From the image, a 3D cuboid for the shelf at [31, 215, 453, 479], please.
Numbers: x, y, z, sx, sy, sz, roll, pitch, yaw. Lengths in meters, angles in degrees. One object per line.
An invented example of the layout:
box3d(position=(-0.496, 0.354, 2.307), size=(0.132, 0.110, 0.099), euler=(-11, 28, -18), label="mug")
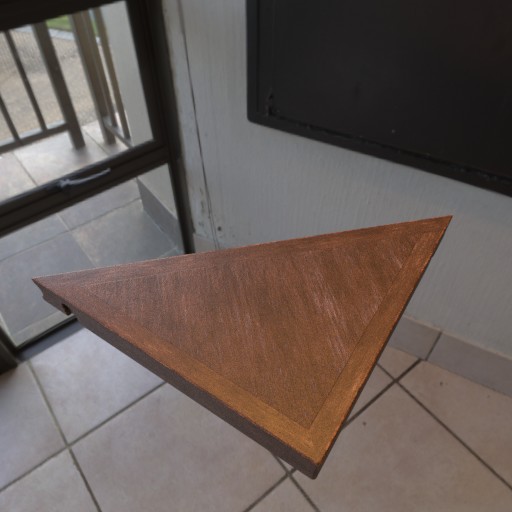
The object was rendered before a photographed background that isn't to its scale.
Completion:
box3d(position=(0.000, 0.000, 0.445), size=(0.296, 0.035, 0.296), euler=(26, 53, 22), label="shelf")
